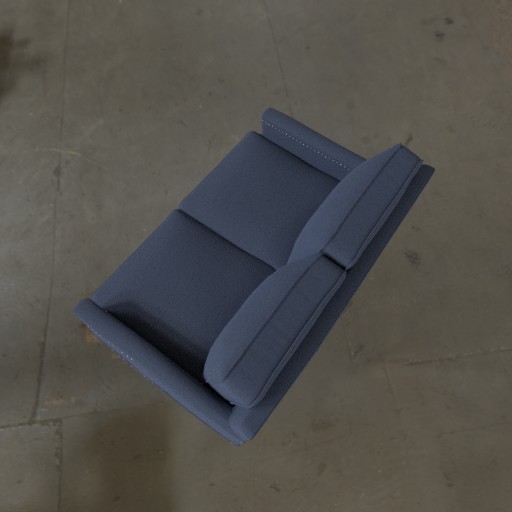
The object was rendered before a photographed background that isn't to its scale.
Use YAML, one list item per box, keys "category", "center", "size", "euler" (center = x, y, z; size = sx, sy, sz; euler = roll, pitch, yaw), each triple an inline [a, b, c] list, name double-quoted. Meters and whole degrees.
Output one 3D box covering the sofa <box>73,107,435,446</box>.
- category: "sofa"
  center: [0.000, 0.000, 2.312]
  size: [1.084, 1.003, 1.597]
  euler: [33, 68, 15]
